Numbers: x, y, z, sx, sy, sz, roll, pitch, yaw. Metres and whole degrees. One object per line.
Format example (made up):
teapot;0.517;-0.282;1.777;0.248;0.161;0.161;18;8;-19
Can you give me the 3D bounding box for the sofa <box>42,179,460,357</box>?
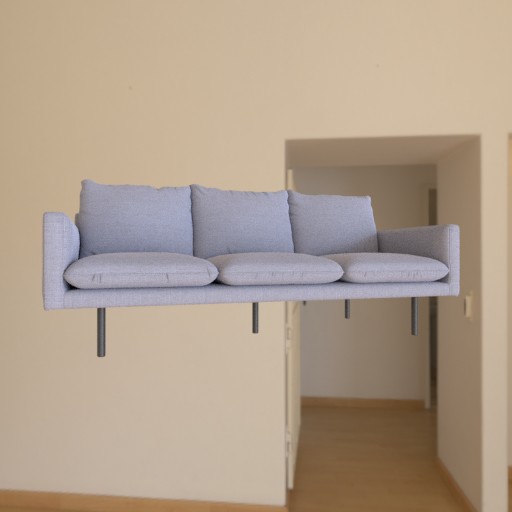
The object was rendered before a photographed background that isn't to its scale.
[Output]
sofa;0.000;0.000;2.377;2.000;0.830;0.850;0;0;-19
